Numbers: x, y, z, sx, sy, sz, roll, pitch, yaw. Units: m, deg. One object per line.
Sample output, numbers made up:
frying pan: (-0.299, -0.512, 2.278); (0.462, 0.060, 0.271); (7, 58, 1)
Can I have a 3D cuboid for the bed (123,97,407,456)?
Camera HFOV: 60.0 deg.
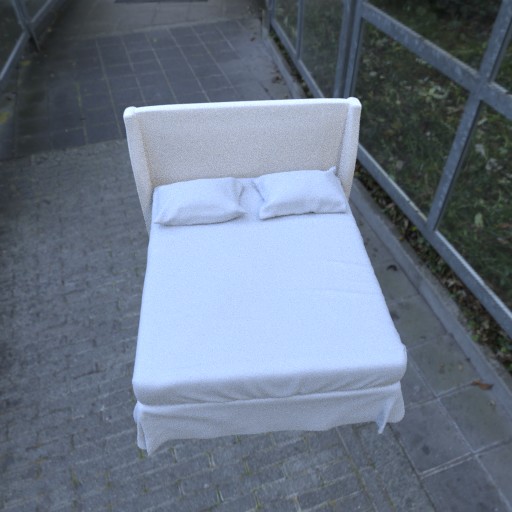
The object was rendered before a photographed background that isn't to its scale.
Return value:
bed: (0.000, 0.000, 3.286); (1.925, 1.332, 2.276); (-4, 46, -4)
